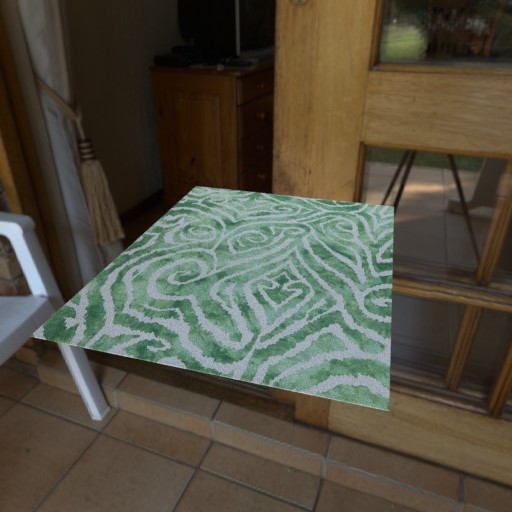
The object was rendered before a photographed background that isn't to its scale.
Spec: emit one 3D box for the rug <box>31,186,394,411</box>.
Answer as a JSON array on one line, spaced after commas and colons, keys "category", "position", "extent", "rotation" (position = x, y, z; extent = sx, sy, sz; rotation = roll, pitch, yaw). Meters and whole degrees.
[{"category": "rug", "position": [0.000, 0.000, 4.099], "extent": [2.436, 0.007, 3.045], "rotation": [8, 31, 14]}]
